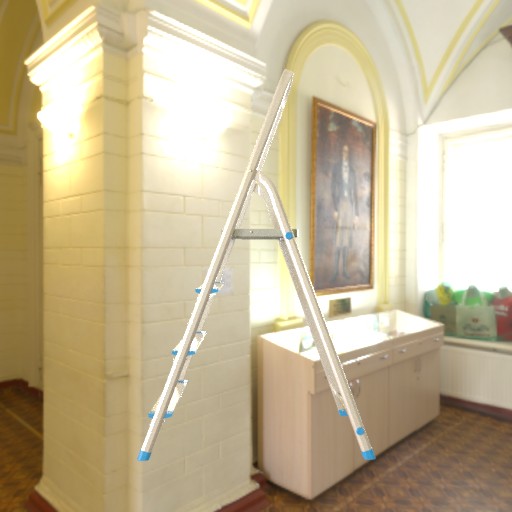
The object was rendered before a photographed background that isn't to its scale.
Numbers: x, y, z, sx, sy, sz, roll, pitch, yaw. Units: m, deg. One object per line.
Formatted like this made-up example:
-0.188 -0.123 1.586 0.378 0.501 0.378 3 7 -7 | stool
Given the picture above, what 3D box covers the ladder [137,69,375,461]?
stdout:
0.000 0.000 1.777 0.842 1.434 0.445 0 0 -1 | ladder
